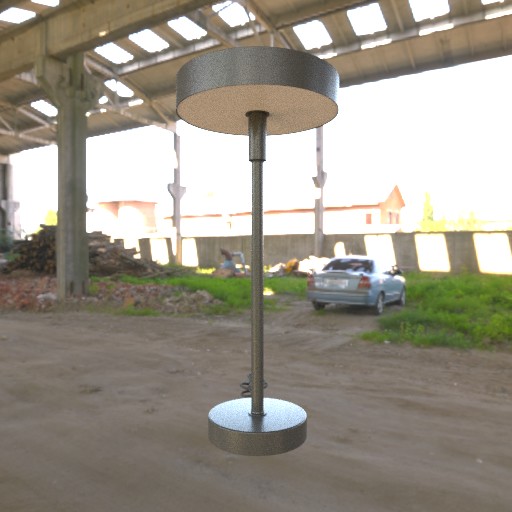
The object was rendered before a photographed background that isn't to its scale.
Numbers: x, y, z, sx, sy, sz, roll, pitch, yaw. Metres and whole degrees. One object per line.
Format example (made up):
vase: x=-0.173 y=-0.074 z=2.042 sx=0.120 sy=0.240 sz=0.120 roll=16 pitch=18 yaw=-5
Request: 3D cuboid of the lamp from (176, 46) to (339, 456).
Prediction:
lamp: x=0.000 y=0.000 z=0.702 sx=0.229 sy=0.508 sz=0.369 roll=0 pitch=0 yaw=-2
